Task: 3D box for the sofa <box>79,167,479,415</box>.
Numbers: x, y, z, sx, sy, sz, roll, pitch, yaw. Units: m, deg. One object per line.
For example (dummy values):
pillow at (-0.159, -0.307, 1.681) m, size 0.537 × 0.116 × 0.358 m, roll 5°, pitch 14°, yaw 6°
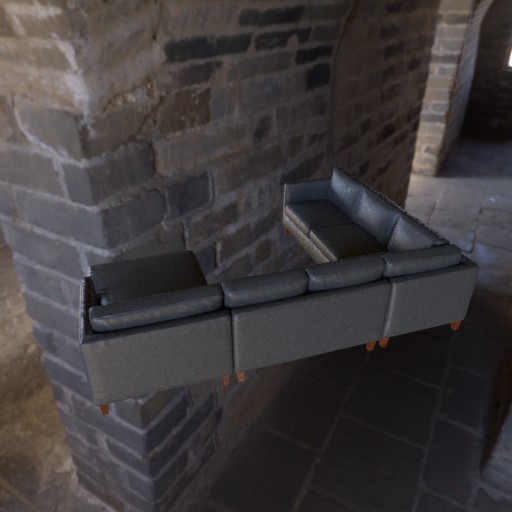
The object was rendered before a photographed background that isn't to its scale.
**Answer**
sofa at (0.000, 0.000, 4.709) m, size 3.460 × 0.923 × 2.593 m, roll -9°, pitch 31°, yaw -16°
